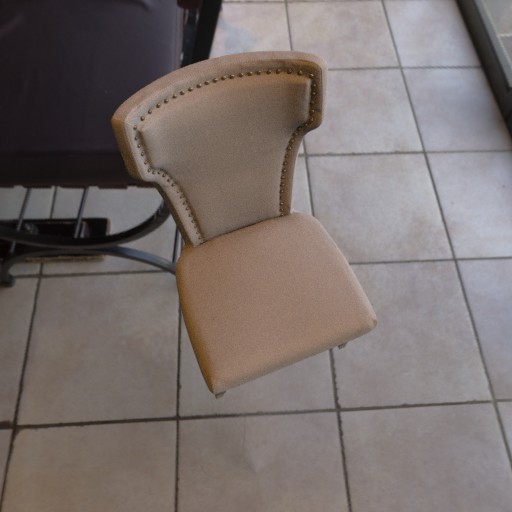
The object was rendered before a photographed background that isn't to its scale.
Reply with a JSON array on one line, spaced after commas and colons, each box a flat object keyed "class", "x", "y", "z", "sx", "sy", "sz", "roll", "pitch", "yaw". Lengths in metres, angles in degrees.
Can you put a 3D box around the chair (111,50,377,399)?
[{"class": "chair", "x": 0.000, "y": 0.000, "z": 1.316, "sx": 0.526, "sy": 0.950, "sz": 0.630, "roll": -20, "pitch": 65, "yaw": -9}]
